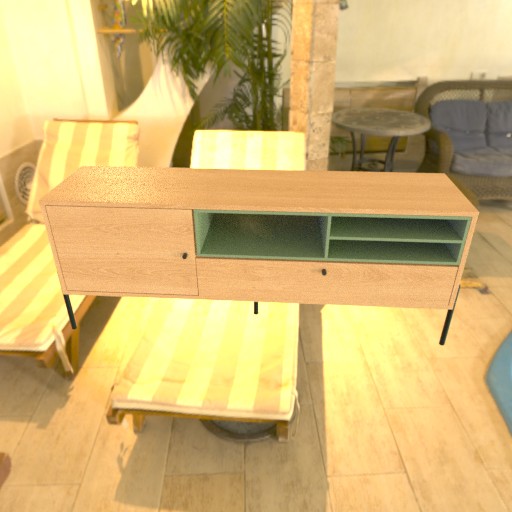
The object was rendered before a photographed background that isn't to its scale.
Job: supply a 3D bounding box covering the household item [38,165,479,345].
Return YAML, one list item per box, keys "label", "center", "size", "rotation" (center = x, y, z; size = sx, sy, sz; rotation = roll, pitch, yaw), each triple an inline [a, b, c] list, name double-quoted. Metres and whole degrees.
- label: "household item"
  center: [0.000, 0.000, 1.816]
  size: [1.550, 0.600, 0.400]
  rotation: [2, 30, 3]
